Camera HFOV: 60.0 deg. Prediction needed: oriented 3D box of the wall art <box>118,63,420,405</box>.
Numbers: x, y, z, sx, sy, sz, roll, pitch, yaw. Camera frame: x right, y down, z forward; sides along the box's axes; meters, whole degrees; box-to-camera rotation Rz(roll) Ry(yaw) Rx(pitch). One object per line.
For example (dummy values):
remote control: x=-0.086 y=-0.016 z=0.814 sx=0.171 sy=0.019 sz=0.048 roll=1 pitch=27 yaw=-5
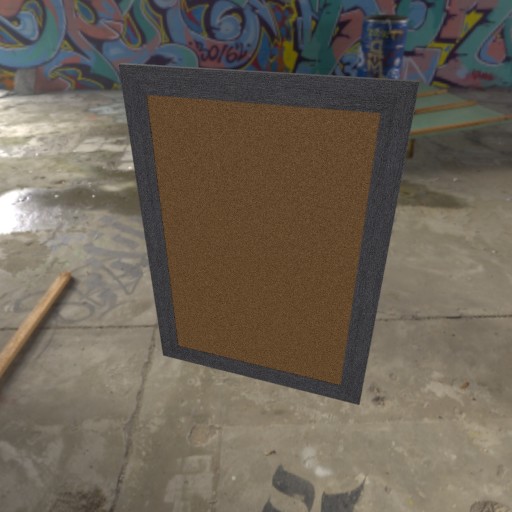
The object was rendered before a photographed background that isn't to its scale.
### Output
wall art: x=0.000 y=0.000 z=1.375 sx=0.768 sy=1.070 sz=0.020 roll=10 pitch=34 yaw=15
